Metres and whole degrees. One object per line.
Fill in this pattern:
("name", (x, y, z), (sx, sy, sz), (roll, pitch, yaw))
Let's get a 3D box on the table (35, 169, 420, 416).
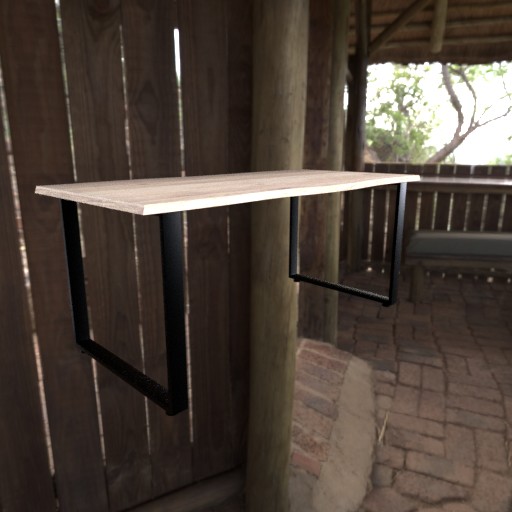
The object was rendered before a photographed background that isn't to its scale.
("table", (0.000, 0.000, 2.297), (0.900, 0.780, 1.800), (14, 20, 43))
